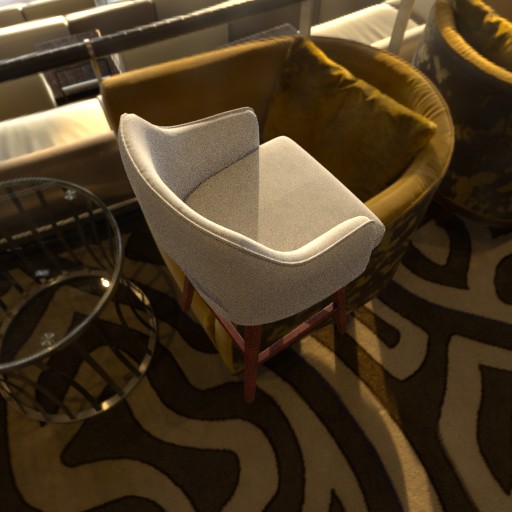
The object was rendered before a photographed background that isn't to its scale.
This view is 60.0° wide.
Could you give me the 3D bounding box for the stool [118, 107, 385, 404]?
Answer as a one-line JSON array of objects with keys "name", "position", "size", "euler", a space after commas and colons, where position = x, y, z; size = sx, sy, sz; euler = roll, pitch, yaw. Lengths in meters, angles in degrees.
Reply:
[{"name": "stool", "position": [0.000, 0.000, 1.344], "size": [0.558, 1.012, 0.548], "euler": [-32, 63, -18]}]
